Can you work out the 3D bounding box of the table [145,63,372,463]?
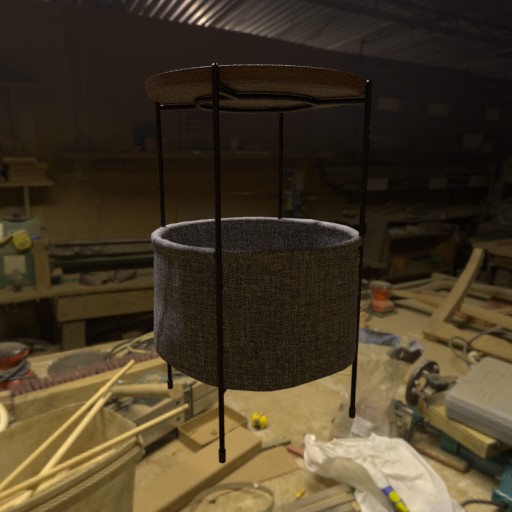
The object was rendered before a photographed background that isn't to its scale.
[{"bbox_3d":[0.000,0.000,0.861,0.400,0.623,0.400,-7,14,-28],"label":"table"}]
